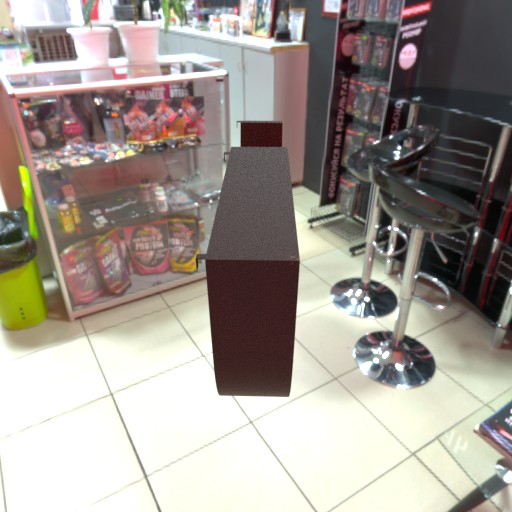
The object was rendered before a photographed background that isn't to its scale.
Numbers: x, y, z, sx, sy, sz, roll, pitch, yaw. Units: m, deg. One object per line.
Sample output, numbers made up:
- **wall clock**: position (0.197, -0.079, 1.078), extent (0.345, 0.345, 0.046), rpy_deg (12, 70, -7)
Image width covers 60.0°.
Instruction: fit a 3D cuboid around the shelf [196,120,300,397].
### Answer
- **shelf**: position (0.000, 0.000, 0.899), extent (0.112, 0.439, 0.729), rpy_deg (1, 31, 1)
